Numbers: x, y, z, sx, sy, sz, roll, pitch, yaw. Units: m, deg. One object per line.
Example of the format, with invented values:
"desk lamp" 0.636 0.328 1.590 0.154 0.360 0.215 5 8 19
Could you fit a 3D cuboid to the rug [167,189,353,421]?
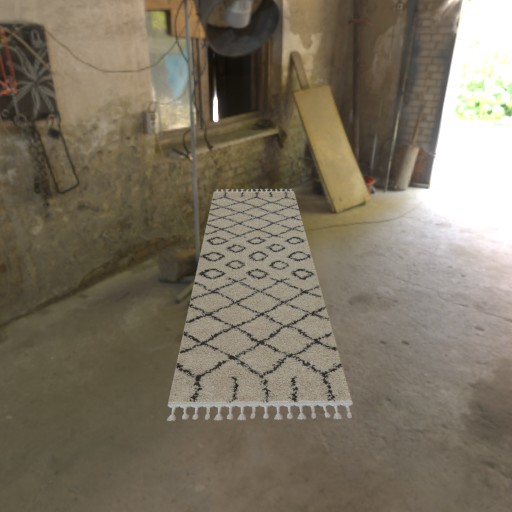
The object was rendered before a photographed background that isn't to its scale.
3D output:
"rug" 0.000 0.000 2.616 0.660 0.005 2.464 0 27 -1
